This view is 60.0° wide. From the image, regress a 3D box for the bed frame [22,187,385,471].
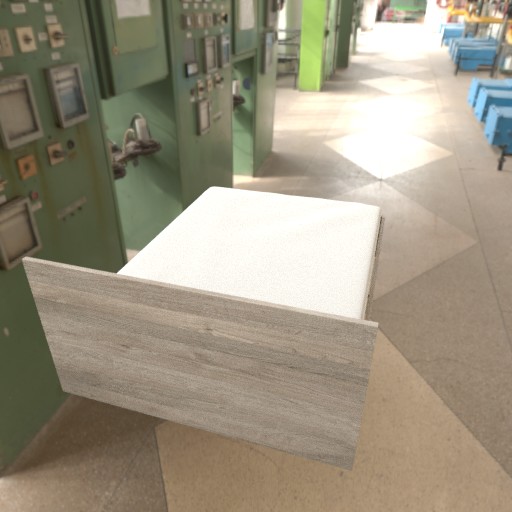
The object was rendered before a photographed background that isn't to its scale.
[{"bbox_3d":[0.000,0.000,2.710,1.490,0.800,1.950,9,32,15],"label":"bed frame"}]
